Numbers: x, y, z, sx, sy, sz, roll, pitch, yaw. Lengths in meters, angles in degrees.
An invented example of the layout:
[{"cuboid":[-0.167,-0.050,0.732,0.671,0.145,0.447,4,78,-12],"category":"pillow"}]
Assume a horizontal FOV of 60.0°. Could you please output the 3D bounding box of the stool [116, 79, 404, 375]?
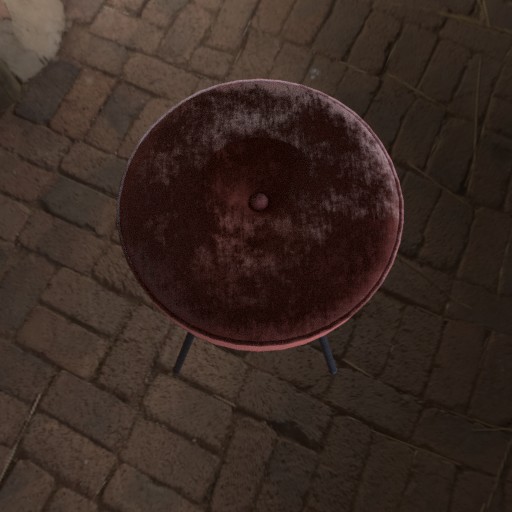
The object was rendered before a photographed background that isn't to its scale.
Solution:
[{"cuboid":[0.000,0.000,0.899,0.421,0.593,0.457,0,74,0],"category":"stool"}]
